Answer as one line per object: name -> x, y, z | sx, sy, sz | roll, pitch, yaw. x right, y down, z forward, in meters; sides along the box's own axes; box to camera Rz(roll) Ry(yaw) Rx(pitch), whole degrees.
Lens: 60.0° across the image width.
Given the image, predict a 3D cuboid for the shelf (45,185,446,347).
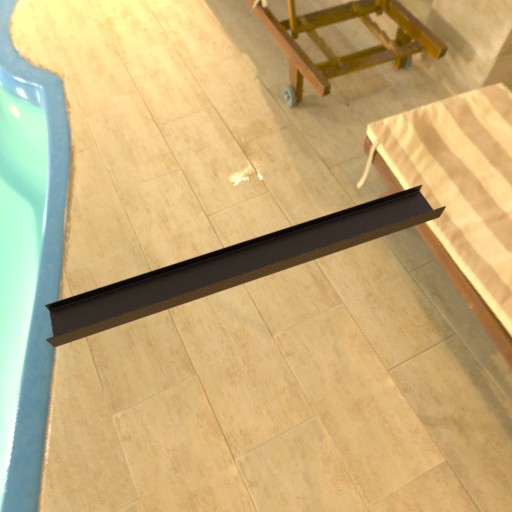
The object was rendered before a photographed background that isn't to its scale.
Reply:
shelf -> 0.000, 0.000, 1.002 | 0.924, 0.049, 0.092 | -18, 61, -10
